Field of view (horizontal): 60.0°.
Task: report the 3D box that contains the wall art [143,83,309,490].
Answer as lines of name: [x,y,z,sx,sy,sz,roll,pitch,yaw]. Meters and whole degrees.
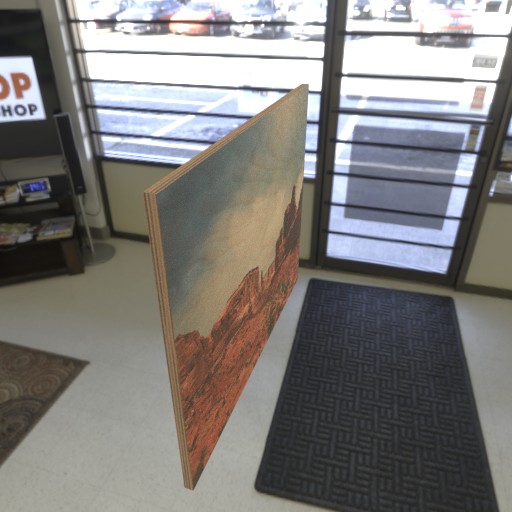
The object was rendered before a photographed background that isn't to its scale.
wall art: [0.000,0.000,0.665,0.013,0.406,0.508,10,33,17]
